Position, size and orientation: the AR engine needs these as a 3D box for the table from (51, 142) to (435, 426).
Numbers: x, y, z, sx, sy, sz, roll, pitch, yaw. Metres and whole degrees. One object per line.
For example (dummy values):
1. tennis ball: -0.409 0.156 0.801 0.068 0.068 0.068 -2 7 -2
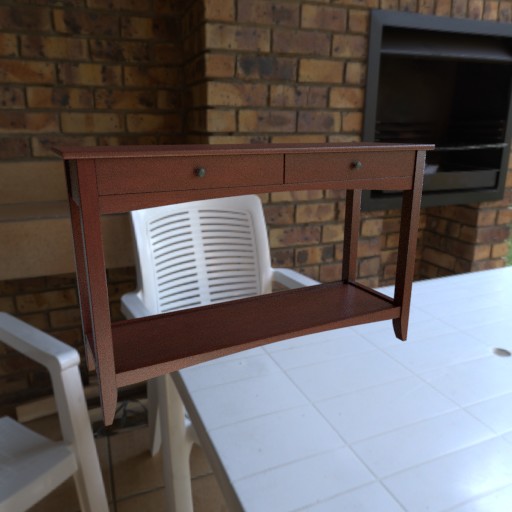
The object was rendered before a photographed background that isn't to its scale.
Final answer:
1. table: 0.000 0.000 1.528 1.188 0.739 0.392 -8 18 -26
